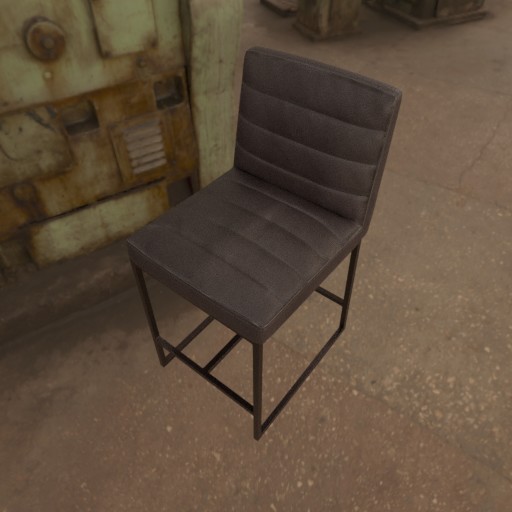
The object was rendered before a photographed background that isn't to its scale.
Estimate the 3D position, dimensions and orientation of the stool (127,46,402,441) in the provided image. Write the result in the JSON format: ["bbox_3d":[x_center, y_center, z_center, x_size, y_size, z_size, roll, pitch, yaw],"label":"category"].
[{"bbox_3d":[0.000,0.000,1.286,0.463,0.946,0.562,29,52,26],"label":"stool"}]
